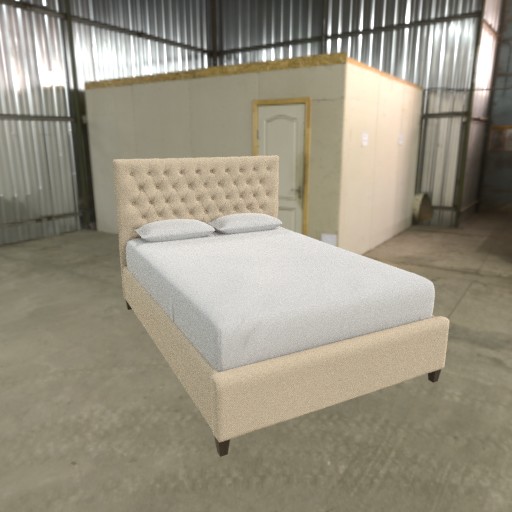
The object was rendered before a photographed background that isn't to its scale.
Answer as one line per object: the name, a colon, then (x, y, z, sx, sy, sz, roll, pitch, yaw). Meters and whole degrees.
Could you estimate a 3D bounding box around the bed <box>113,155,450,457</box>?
bed: (0.000, 0.000, 3.503, 1.698, 1.427, 2.387, -8, 17, -26)
